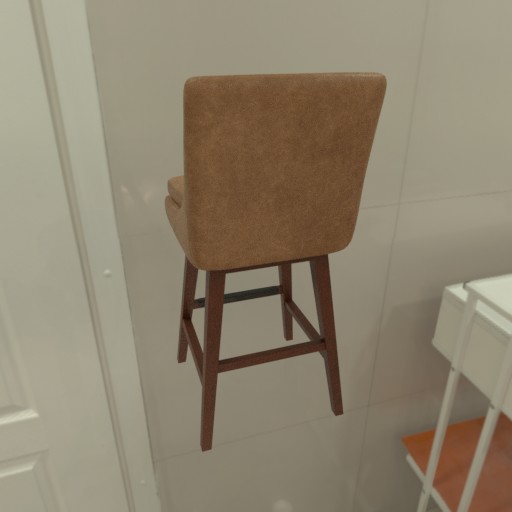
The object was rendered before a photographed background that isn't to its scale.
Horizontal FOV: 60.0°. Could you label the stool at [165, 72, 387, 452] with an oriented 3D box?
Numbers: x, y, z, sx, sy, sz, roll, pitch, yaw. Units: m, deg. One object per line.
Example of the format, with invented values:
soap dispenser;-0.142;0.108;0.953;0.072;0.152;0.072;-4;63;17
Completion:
stool;0.000;0.000;1.377;0.487;1.079;0.572;-8;27;-17
